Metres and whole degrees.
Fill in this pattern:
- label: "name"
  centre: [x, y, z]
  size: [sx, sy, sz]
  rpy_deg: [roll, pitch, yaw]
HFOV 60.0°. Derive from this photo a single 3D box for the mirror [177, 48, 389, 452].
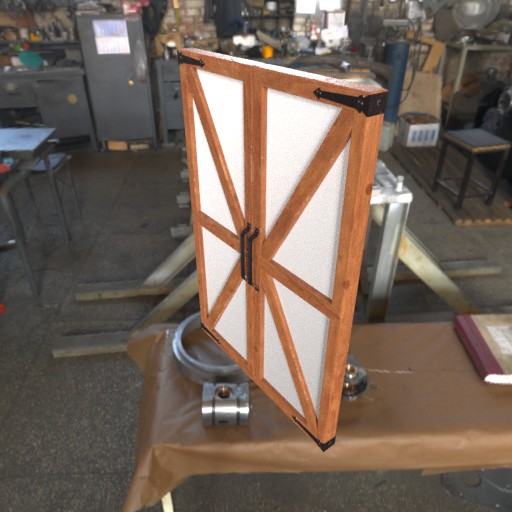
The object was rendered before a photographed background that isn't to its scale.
- label: "mirror"
  centre: [0.000, 0.000, 0.951]
  size: [0.053, 0.761, 0.517]
  rpy_deg: [-22, 38, -31]
